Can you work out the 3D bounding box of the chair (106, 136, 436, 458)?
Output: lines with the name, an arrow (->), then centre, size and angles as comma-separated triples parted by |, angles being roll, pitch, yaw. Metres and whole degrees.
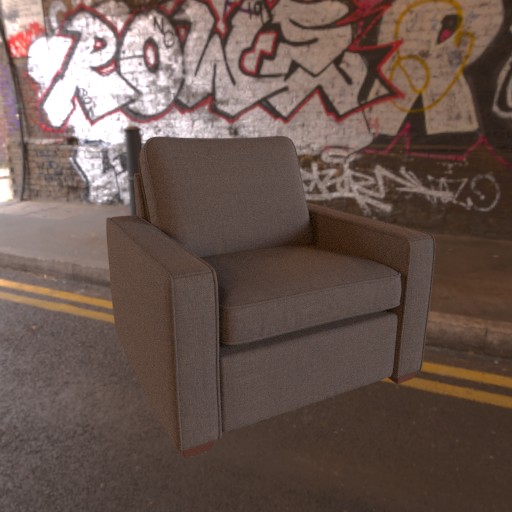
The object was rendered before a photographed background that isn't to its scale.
chair -> 0.000, 0.000, 1.772 | 1.017, 0.919, 0.940 | -8, 18, -27
